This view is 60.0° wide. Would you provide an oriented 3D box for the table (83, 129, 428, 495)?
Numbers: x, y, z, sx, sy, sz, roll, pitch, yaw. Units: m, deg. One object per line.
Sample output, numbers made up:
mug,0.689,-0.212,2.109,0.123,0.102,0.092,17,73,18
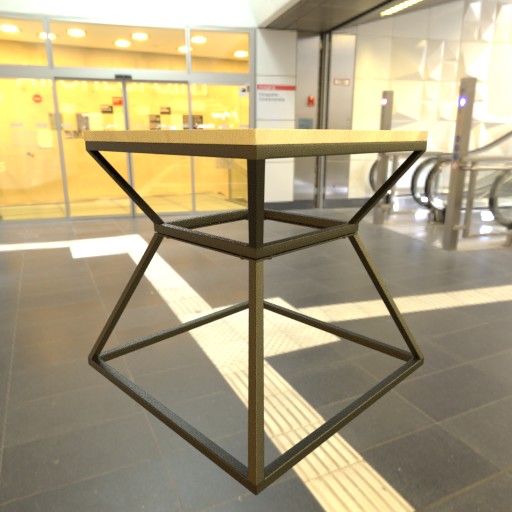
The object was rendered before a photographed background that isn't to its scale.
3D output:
table,0.000,0.000,0.792,0.455,0.431,0.455,15,21,43
